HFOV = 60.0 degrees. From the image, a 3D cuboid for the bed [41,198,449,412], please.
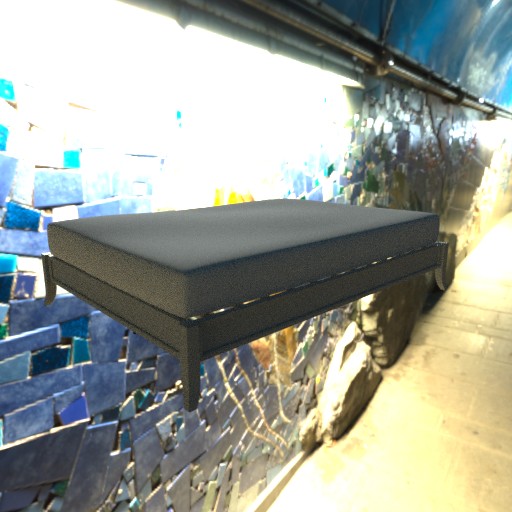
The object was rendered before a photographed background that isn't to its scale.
[{"bbox_3d":[0.000,0.000,2.630,1.985,0.510,1.460,-13,19,-41],"label":"bed"}]
